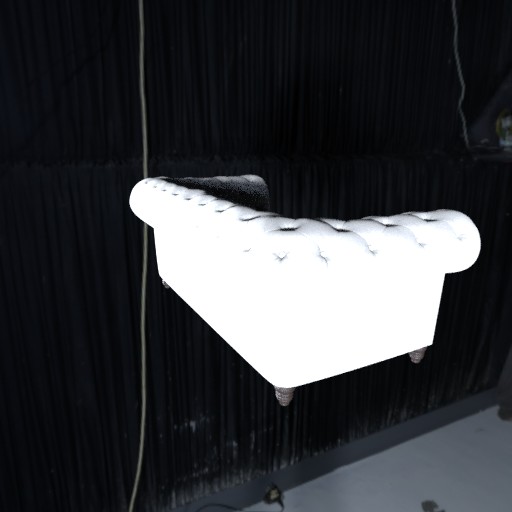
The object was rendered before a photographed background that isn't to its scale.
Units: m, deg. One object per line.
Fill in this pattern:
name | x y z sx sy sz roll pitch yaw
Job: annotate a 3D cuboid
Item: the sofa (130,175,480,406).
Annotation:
sofa | 0.000 0.000 2.430 0.986 0.764 1.998 -8 18 -27
